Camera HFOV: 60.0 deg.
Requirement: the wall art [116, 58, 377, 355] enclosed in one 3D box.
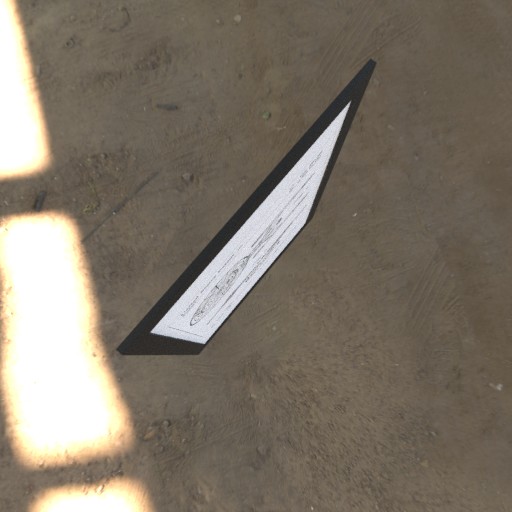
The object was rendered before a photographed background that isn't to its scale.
[{"bbox_3d":[0.000,0.000,0.680,0.008,0.530,0.379,39,80,8],"label":"wall art"}]
